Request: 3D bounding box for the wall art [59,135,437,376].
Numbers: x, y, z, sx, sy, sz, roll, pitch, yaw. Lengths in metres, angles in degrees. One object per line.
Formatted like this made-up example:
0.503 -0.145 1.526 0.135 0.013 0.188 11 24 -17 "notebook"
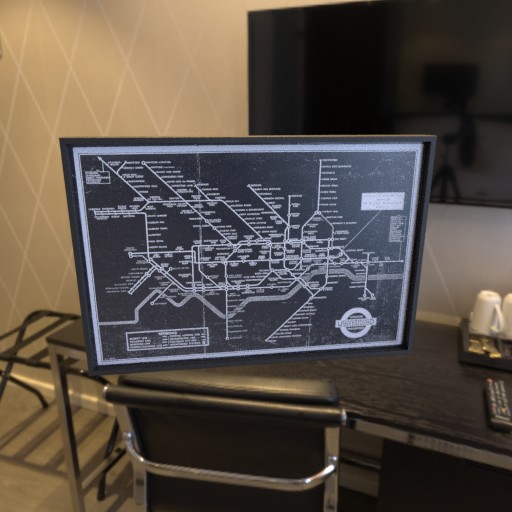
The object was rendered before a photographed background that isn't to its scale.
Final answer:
0.000 0.000 0.872 0.671 0.456 0.051 -2 17 -7 "wall art"
